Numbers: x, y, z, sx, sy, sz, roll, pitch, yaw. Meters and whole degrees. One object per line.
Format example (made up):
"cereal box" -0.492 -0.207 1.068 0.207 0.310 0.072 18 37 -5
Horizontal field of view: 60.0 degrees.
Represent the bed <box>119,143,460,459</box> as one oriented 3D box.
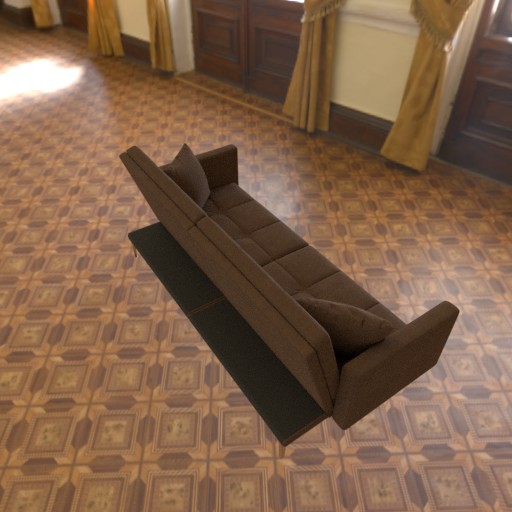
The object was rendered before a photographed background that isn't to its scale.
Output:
"bed" 0.000 0.000 2.440 0.889 0.787 1.905 -24 47 -25
